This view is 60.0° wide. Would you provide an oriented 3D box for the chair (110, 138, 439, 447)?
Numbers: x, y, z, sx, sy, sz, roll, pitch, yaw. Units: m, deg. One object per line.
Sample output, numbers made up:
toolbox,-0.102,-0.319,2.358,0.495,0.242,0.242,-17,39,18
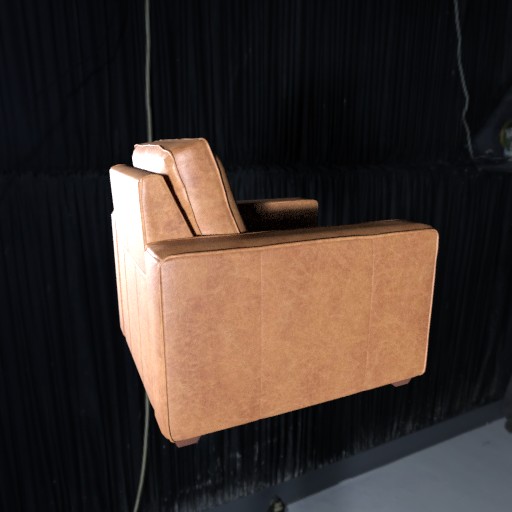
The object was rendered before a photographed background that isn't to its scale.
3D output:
chair,0.000,0.000,1.766,1.027,0.901,0.987,-7,16,-26
